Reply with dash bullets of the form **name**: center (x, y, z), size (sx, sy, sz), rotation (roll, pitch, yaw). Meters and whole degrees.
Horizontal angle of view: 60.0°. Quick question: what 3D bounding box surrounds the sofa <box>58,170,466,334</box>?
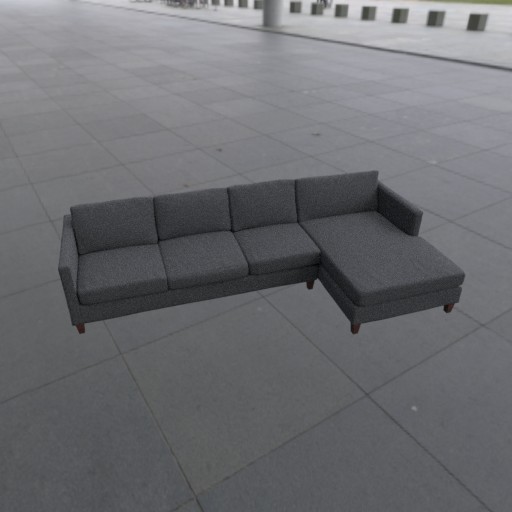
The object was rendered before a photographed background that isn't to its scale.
- **sofa**: center (0.000, 0.000, 3.912), size (3.186, 0.846, 1.625), rotation (-9, 33, -15)
